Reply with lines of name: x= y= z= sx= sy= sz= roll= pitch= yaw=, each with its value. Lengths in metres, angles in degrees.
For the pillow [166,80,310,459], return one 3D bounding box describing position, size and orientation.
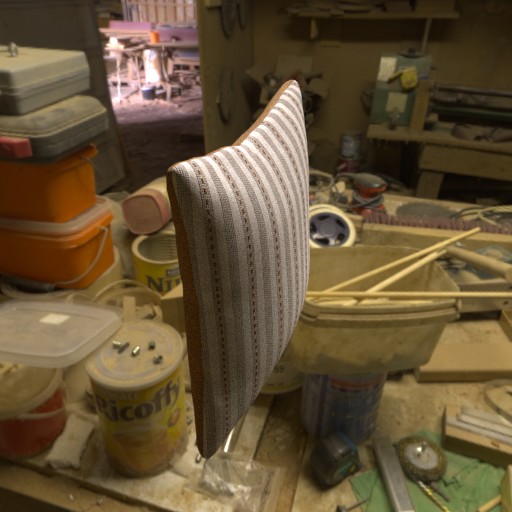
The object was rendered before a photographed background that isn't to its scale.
pillow: x=0.000 y=0.000 z=0.674 sx=0.147 sy=0.437 sz=0.432 roll=9 pitch=33 yaw=15
